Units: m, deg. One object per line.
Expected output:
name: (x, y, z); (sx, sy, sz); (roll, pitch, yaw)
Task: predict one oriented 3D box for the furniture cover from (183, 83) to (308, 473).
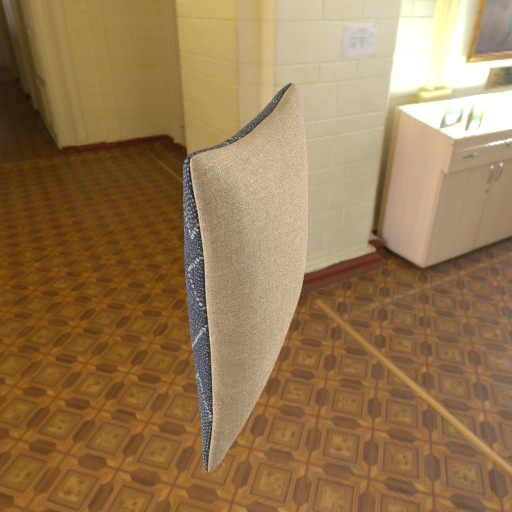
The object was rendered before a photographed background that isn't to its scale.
furniture cover: (0.000, 0.000, 0.777); (0.162, 0.503, 0.511); (8, 31, 14)
